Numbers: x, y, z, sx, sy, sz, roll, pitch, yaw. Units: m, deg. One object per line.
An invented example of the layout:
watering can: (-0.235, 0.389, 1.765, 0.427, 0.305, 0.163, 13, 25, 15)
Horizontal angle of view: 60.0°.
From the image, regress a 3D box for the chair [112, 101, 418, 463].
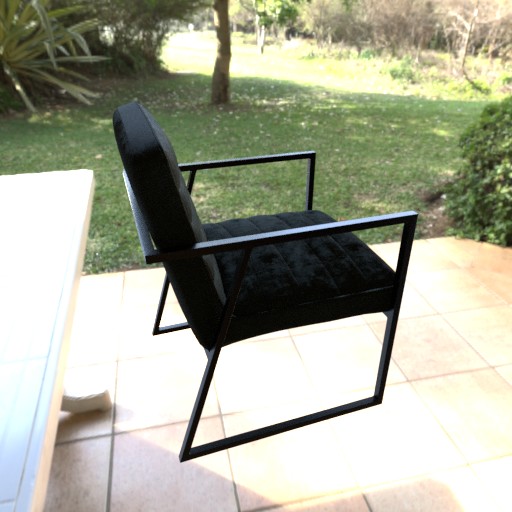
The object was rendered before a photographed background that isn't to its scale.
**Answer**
chair: (0.000, 0.000, 1.285, 0.677, 0.833, 0.571, -9, 30, -16)
